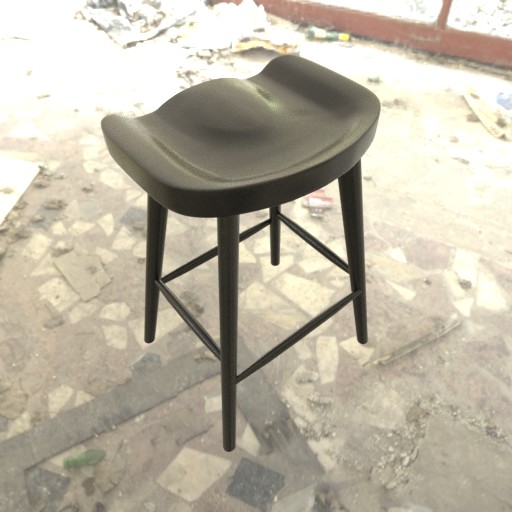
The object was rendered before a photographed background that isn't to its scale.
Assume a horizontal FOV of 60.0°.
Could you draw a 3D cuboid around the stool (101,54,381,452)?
[{"bbox_3d":[0.000,0.000,0.886,0.440,0.615,0.361,-30,54,-26],"label":"stool"}]
